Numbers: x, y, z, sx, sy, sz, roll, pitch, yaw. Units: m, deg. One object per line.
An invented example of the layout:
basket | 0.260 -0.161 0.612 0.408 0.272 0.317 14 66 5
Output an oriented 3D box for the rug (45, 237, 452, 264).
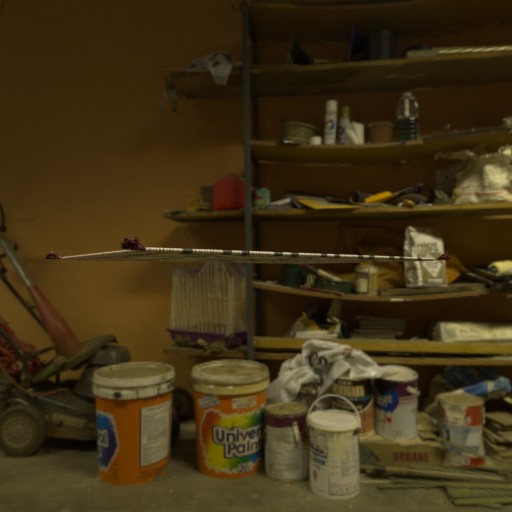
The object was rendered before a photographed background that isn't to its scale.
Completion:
rug | 0.000 0.000 3.383 2.672 0.066 1.741 2 -3 -37
